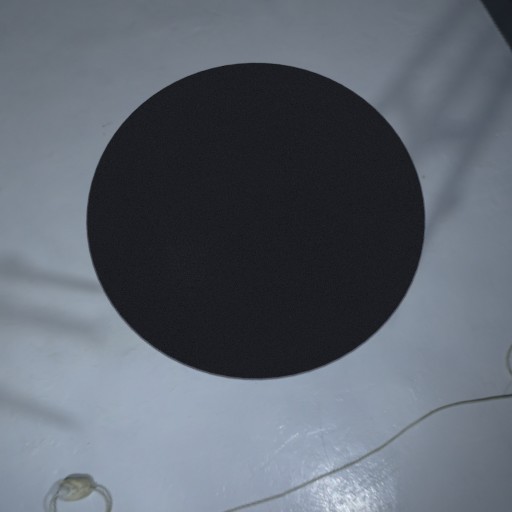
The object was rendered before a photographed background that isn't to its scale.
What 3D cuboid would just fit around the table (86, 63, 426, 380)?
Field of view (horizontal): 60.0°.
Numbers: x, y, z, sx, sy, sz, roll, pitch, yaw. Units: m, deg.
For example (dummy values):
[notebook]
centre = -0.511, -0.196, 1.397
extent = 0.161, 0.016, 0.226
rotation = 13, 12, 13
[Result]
[table]
centre = 0.000, 0.000, 0.918
extent = 0.500, 0.550, 0.500
rotation = 0, 74, 0
